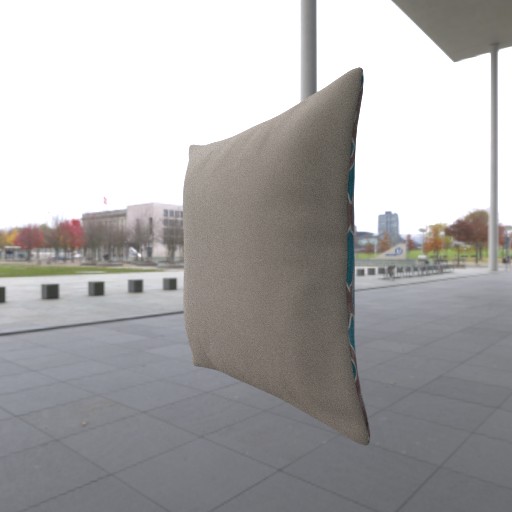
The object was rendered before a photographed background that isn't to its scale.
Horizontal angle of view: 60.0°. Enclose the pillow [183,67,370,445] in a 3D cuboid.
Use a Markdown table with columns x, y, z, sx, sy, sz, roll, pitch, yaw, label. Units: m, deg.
| x | y | z | sx | sy | sz | roll | pitch | yaw | label |
| --- | --- | --- | --- | --- | --- | --- | --- | --- | --- |
| 0.000 | 0.000 | 0.805 | 0.166 | 0.507 | 0.526 | 0 | 0 | -34 | pillow |
